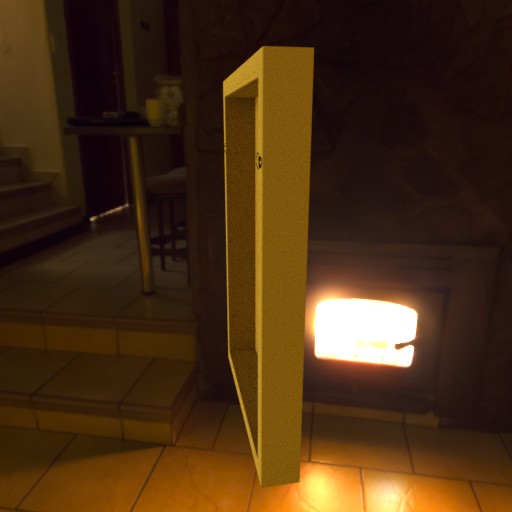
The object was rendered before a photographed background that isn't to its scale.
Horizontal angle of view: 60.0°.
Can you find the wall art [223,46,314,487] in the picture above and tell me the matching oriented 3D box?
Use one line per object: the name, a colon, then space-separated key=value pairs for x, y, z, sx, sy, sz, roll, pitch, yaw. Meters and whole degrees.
wall art: x=0.000 y=0.000 z=0.487 sx=0.039 sy=0.381 sz=0.252 roll=-3 pitch=16 yaw=-10
